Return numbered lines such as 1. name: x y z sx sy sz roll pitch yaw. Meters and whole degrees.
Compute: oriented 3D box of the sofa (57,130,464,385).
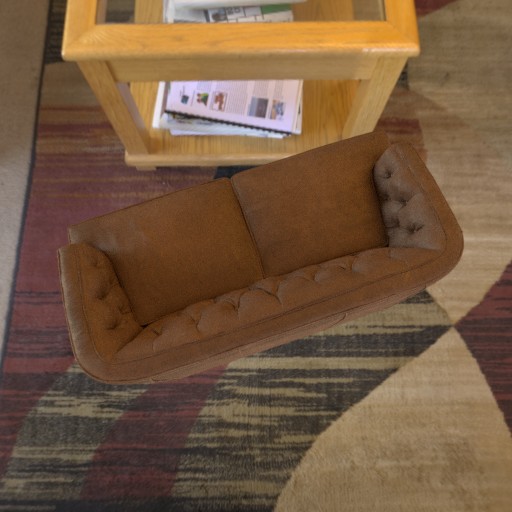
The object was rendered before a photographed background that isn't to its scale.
1. sofa: 0.000 0.000 2.260 1.767 0.799 0.917 -18 76 -5
